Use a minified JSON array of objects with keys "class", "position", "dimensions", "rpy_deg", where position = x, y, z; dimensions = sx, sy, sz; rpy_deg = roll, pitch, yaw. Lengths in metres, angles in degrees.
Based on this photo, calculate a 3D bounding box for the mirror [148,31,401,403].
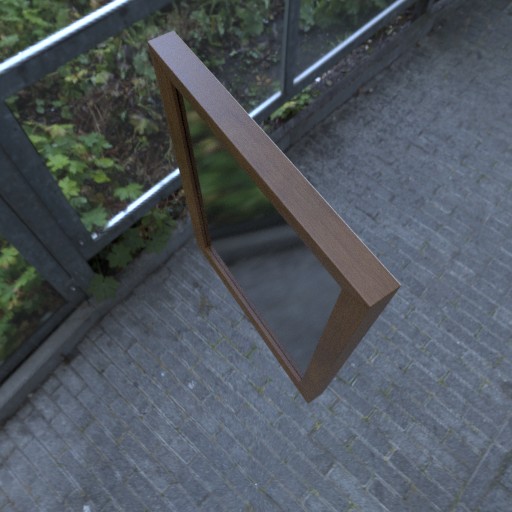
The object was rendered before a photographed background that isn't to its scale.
[{"class":"mirror","position":[0.000,0.000,0.682],"dimensions":[0.041,0.508,0.405],"rpy_deg":[-31,67,-15]}]
